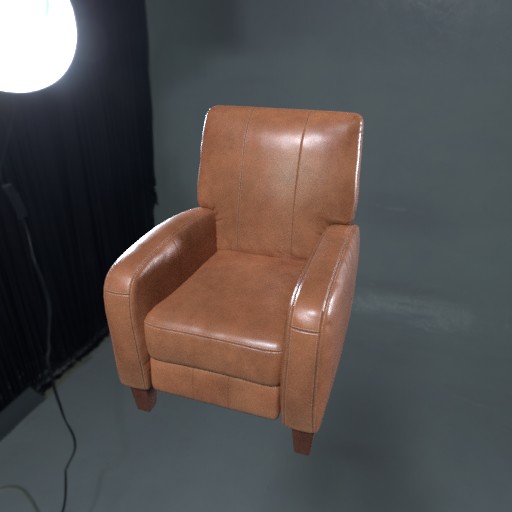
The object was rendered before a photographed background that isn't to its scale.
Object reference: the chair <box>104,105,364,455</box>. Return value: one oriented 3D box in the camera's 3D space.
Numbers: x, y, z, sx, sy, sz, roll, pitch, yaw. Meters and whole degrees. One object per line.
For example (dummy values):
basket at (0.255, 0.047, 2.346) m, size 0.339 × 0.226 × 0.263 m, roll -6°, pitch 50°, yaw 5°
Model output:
chair at (0.000, 0.000, 1.716) m, size 0.762 × 0.990 × 0.990 m, roll 9°, pitch 29°, yaw 16°
